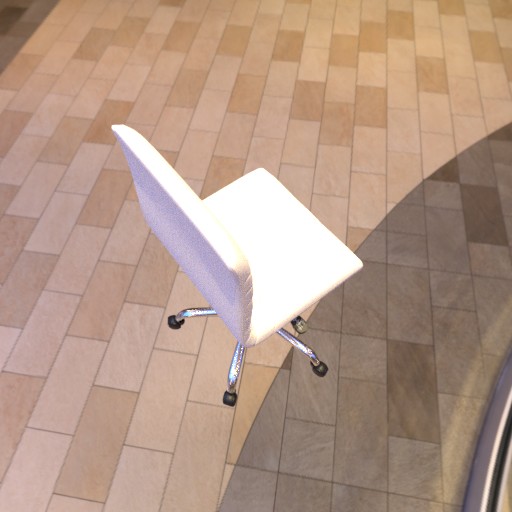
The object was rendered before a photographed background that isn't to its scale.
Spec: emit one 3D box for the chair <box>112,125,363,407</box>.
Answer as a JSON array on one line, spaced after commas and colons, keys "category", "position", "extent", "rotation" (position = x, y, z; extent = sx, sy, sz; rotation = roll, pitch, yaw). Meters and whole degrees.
[{"category": "chair", "position": [0.000, 0.000, 1.069], "extent": [0.455, 0.750, 0.520], "rotation": [-32, 62, -19]}]
